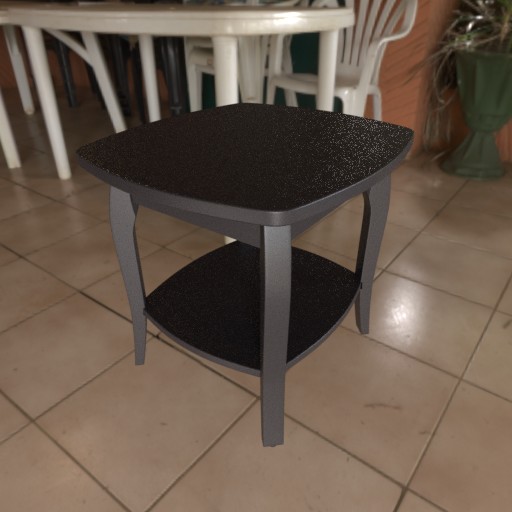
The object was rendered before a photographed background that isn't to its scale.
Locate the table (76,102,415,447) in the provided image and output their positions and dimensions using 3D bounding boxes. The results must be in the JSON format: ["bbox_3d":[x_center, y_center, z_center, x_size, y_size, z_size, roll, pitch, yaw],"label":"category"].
[{"bbox_3d":[0.000,0.000,0.859,0.457,0.457,0.508,20,36,30],"label":"table"}]
